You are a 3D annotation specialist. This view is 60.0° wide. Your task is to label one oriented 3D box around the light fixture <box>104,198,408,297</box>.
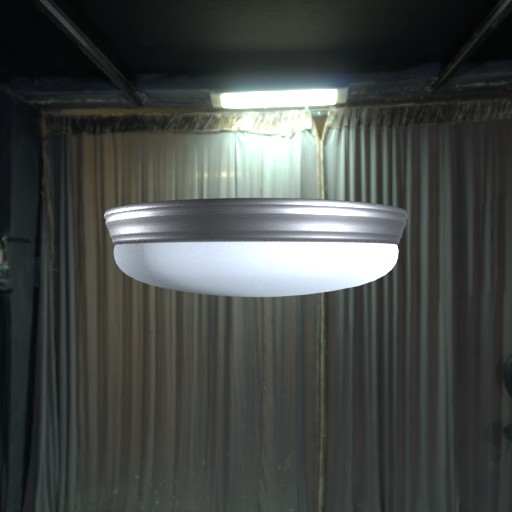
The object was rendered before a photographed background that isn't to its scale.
[{"bbox_3d":[0.000,0.000,0.567,0.368,0.100,0.368,0,0,0],"label":"light fixture"}]
